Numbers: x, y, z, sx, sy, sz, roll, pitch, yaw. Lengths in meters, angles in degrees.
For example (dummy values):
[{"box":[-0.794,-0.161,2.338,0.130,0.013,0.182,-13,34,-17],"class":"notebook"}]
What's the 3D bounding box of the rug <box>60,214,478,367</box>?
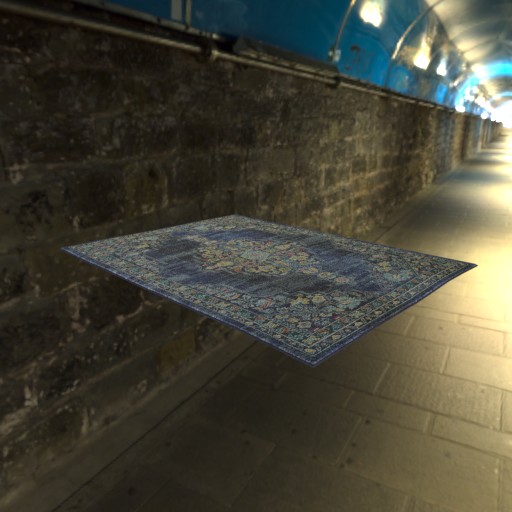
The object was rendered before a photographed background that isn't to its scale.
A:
[{"box":[0.000,0.000,4.749,3.612,0.035,2.716,16,23,42],"class":"rug"}]
